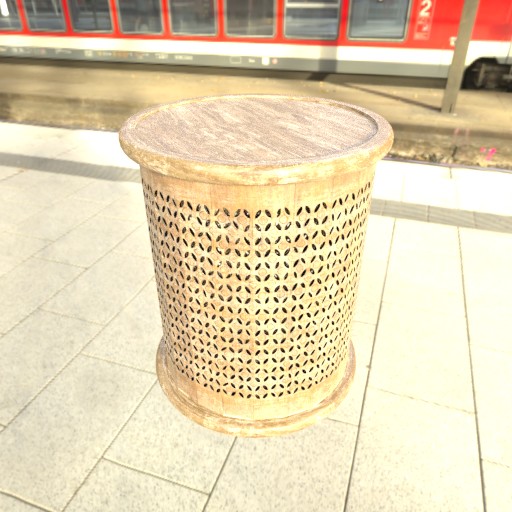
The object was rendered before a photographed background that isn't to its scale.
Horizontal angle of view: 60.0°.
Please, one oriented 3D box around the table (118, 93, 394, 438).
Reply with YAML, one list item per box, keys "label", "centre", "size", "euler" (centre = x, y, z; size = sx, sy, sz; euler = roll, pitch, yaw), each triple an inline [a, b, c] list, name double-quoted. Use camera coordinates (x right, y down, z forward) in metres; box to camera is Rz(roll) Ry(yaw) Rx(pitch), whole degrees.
- label: "table"
  centre: [0.000, 0.000, 0.797]
  size: [0.407, 0.482, 0.407]
  euler: [0, 31, 0]
